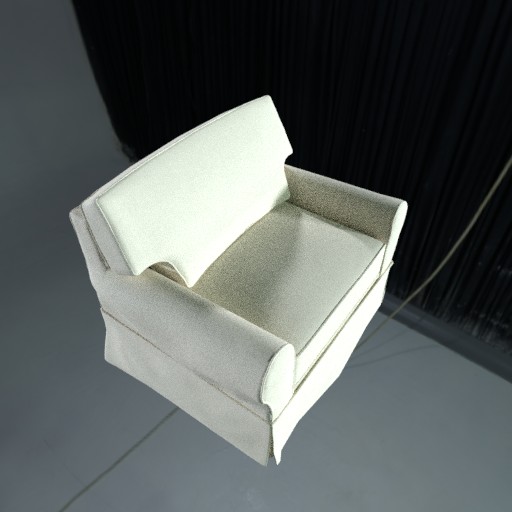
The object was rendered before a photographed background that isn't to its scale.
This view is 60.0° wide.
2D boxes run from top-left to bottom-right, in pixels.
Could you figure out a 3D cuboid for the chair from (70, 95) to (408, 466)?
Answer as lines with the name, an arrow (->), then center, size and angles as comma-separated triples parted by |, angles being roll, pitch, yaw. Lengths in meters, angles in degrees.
chair -> 0.000, 0.000, 1.822 | 0.904, 0.958, 1.099 | 26, 48, 26
